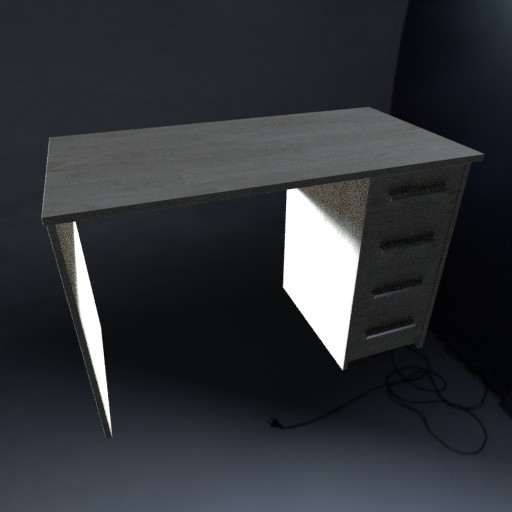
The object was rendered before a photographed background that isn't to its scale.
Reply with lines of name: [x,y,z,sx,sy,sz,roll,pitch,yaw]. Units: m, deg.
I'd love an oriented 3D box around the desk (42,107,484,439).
desk: [0.000,0.000,1.436,1.096,0.730,0.560,-11,33,-17]
